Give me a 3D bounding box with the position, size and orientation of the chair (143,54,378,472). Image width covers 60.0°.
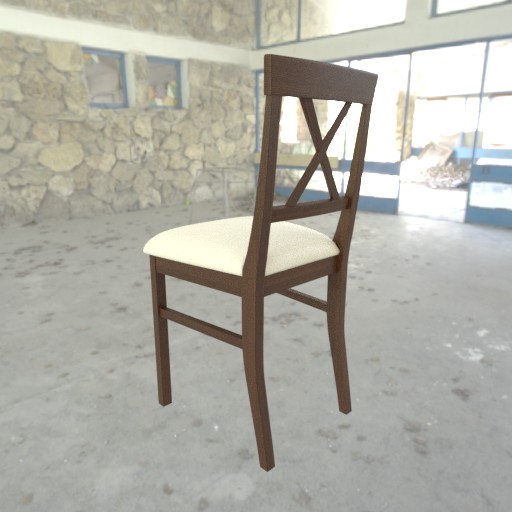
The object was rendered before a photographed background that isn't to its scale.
[{"bbox_3d":[0.000,0.000,1.198,0.440,0.913,0.480,-14,20,-43],"label":"chair"}]
